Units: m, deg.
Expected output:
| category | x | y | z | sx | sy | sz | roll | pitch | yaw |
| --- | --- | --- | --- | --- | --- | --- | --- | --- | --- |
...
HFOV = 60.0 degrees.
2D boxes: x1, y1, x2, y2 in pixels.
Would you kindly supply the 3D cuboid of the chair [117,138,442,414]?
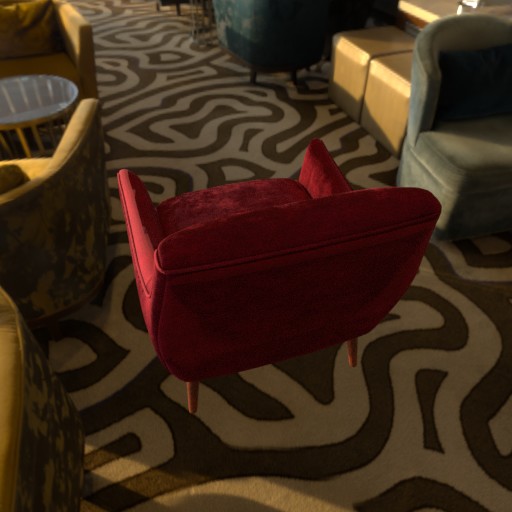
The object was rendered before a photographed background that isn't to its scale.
| category | x | y | z | sx | sy | sz | roll | pitch | yaw |
| --- | --- | --- | --- | --- | --- | --- | --- | --- | --- |
| chair | 0.000 | 0.000 | 1.417 | 0.762 | 0.838 | 0.787 | -12 | 45 | -13 |
